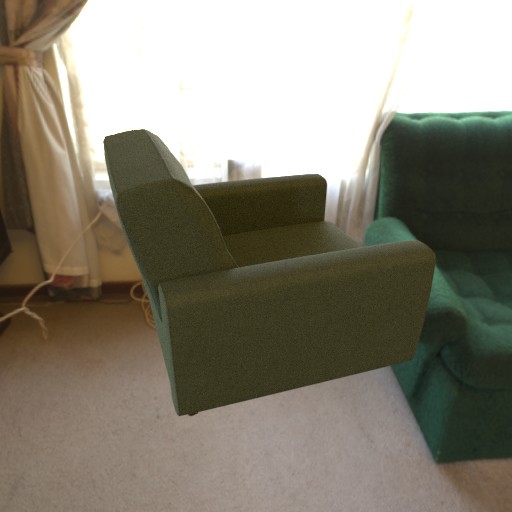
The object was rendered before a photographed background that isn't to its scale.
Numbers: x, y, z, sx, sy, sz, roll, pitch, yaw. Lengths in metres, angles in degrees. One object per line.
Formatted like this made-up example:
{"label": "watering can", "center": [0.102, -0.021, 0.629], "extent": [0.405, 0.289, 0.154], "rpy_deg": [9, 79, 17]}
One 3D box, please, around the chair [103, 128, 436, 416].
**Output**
{"label": "chair", "center": [0.000, 0.000, 1.584], "extent": [0.909, 0.841, 0.831], "rpy_deg": [-10, 30, -17]}
